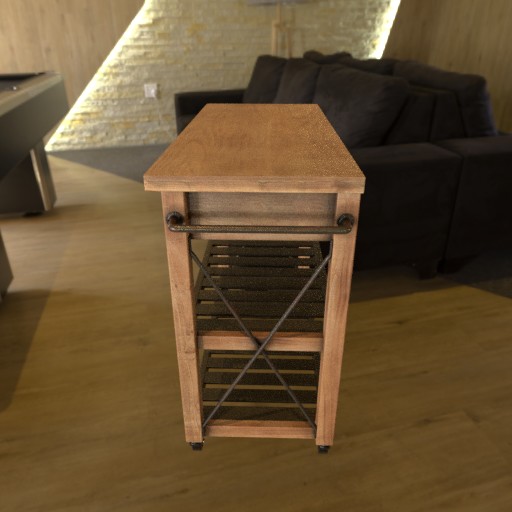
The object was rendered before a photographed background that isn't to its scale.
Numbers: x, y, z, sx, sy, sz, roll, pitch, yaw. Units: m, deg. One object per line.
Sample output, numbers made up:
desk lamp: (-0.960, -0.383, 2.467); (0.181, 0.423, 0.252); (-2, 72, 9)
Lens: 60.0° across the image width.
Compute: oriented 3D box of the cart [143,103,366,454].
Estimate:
cart: (0.000, 0.000, 0.980); (0.298, 0.554, 0.686); (1, 27, 1)
